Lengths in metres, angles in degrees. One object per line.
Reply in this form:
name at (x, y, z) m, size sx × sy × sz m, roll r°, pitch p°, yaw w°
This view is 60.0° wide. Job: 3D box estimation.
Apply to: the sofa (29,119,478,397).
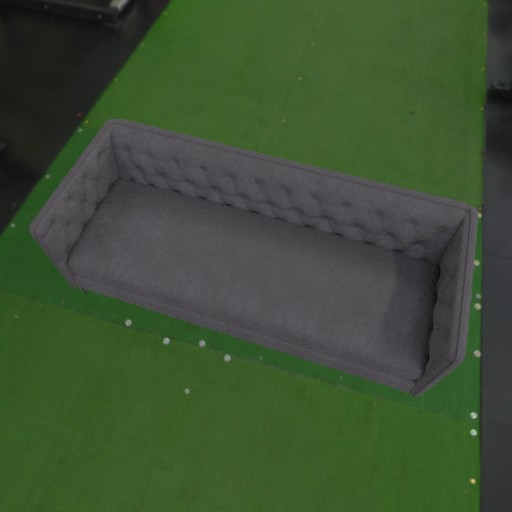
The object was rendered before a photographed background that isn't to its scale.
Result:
sofa at (0.000, 0.000, 2.586) m, size 2.209 × 0.771 × 0.895 m, roll 16°, pitch 60°, yaw 10°
